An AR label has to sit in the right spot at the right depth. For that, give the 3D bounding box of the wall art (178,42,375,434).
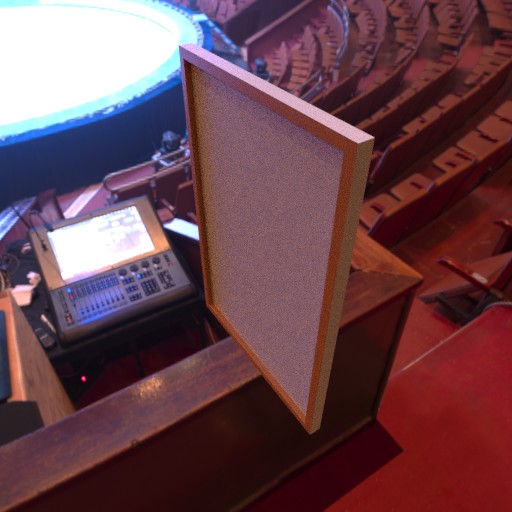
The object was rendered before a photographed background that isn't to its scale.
[{"bbox_3d":[0.000,0.000,1.177,0.037,0.916,0.610,-24,47,-25],"label":"wall art"}]
